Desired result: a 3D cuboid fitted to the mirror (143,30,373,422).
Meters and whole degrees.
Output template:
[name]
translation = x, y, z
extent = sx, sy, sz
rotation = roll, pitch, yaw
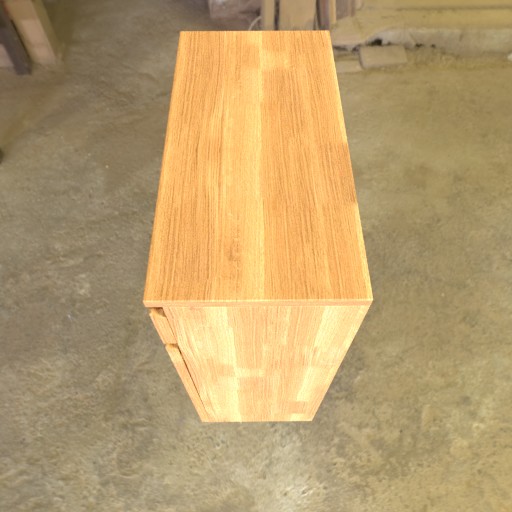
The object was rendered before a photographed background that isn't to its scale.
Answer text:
[mirror]
translation = 0.000, 0.000, 1.401
extent = 0.400, 1.000, 0.800
rotation = 0, 58, 0
